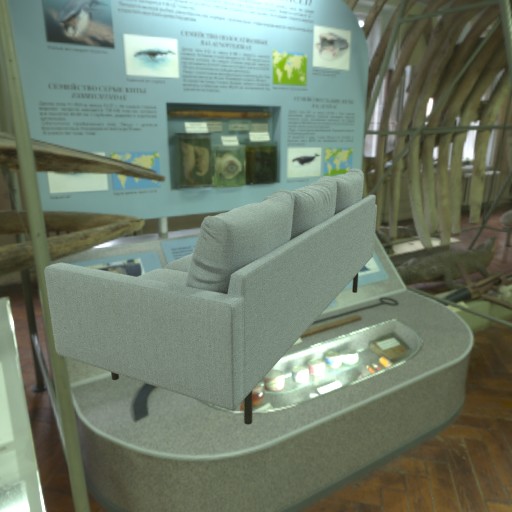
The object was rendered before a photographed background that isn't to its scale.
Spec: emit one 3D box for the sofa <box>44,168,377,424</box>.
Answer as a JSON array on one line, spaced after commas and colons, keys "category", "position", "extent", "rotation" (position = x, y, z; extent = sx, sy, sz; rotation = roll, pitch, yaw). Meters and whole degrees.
[{"category": "sofa", "position": [0.000, 0.000, 2.399], "extent": [0.850, 0.830, 2.000], "rotation": [8, 18, 26]}]
